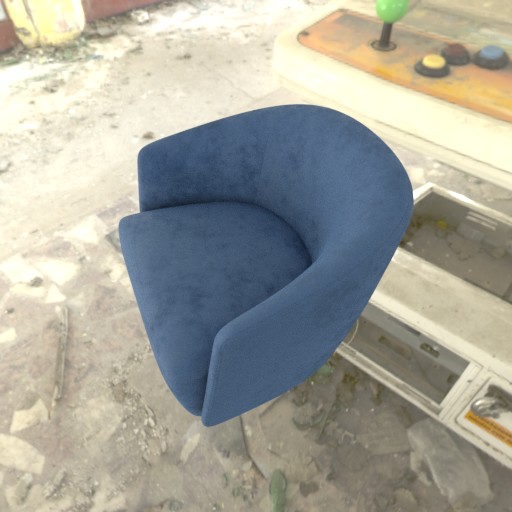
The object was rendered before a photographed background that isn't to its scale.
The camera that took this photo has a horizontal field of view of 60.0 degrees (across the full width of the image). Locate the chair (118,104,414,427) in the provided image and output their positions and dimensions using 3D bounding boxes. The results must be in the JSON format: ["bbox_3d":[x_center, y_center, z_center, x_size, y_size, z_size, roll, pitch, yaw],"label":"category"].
[{"bbox_3d":[0.000,0.000,1.387,0.767,0.698,0.773,-18,50,-16],"label":"chair"}]
